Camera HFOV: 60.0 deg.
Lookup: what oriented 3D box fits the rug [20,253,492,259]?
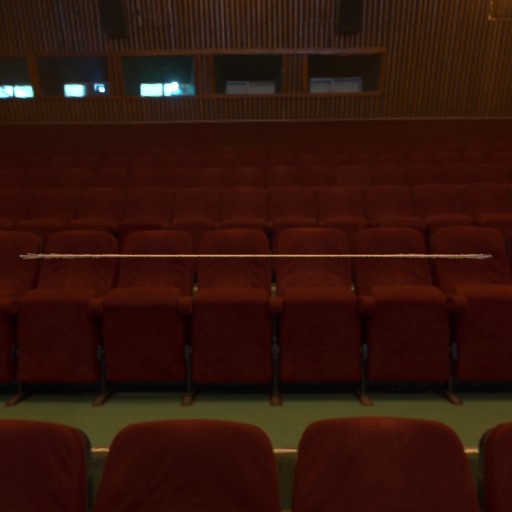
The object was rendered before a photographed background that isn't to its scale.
[{"bbox_3d":[0.000,0.000,2.477,2.021,0.027,1.224,0,0,0],"label":"rug"}]
